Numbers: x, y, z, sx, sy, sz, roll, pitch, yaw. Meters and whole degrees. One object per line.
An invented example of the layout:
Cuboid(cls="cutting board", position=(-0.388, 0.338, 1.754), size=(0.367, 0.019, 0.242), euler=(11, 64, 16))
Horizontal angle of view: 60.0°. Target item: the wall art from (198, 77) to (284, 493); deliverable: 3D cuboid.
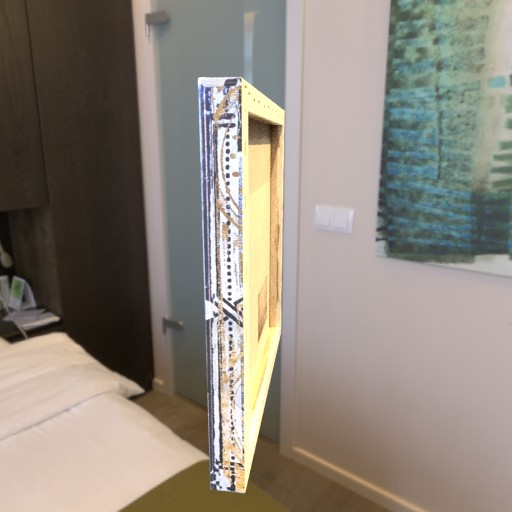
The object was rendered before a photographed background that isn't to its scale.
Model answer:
Cuboid(cls="wall art", position=(0.000, 0.000, 0.614), size=(0.038, 0.410, 0.411), euler=(2, 15, 8))
